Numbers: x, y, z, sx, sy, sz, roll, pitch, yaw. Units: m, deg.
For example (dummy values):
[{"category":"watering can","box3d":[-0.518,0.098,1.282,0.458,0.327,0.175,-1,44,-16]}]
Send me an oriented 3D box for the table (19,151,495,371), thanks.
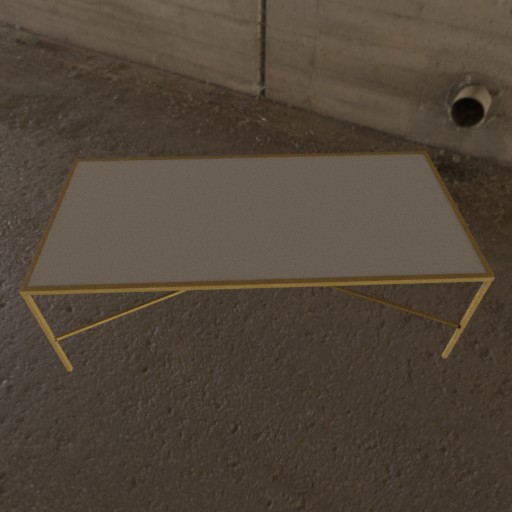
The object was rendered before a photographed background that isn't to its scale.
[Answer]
[{"category":"table","box3d":[0.000,0.000,1.465,1.206,0.398,0.580,-2,46,-2]}]
